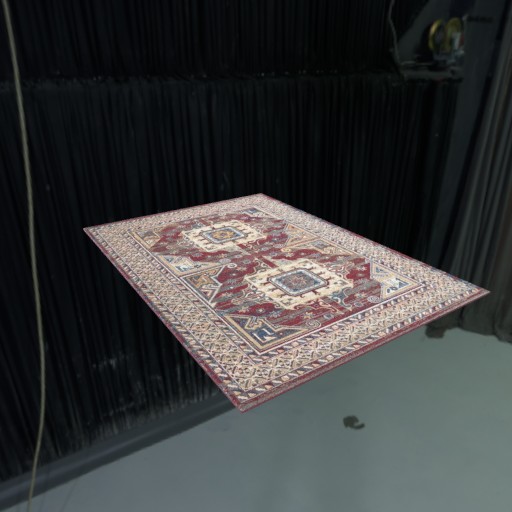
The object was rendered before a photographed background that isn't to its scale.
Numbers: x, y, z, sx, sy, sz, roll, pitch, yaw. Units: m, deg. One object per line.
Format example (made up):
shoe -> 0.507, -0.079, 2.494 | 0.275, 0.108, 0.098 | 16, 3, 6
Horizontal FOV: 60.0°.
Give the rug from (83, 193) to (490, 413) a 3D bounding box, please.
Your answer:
rug -> 0.000, 0.000, 2.850 | 1.599, 0.011, 2.210 | -16, 29, -30
